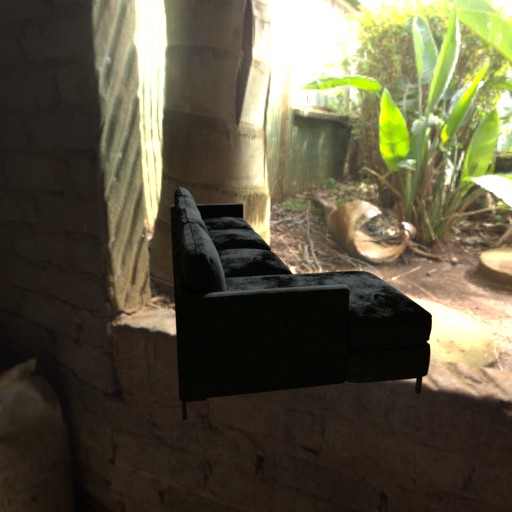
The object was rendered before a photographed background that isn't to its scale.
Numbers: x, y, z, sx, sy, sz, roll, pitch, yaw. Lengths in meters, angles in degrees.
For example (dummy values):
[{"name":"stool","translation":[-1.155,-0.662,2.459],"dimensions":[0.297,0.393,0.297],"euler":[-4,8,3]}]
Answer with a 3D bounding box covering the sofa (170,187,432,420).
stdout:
[{"name":"sofa","translation":[0.000,0.000,4.053],"dimensions":[1.500,0.967,3.400],"euler":[-3,15,-11]}]
